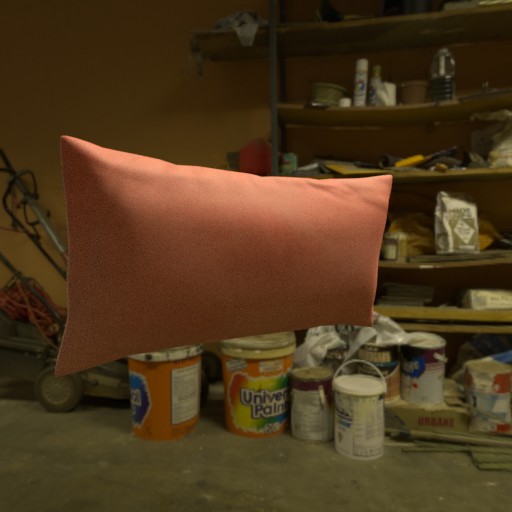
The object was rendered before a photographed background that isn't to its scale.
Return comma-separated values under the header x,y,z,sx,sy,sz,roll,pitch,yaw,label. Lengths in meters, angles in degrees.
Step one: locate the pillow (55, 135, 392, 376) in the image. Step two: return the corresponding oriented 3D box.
x,y,z,sx,sy,sz,roll,pitch,yaw,label
0.000,0.000,0.728,0.608,0.307,0.155,-1,3,-34,pillow
